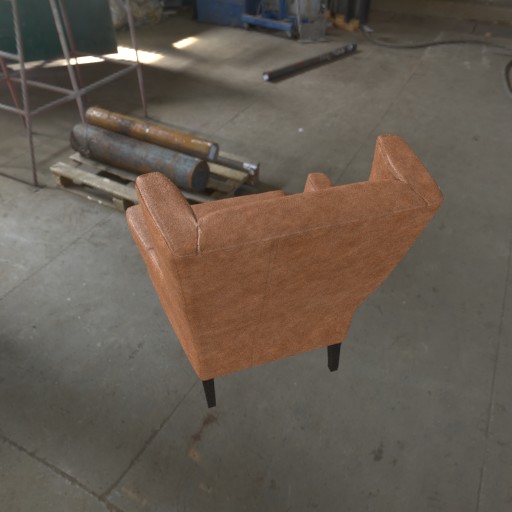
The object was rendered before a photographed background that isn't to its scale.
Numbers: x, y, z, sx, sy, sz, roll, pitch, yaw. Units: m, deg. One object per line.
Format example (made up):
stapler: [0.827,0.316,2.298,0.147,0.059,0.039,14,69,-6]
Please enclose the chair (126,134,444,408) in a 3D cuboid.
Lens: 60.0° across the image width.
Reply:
chair: [0.000,0.000,1.637,0.853,1.016,0.926,-12,43,-14]
